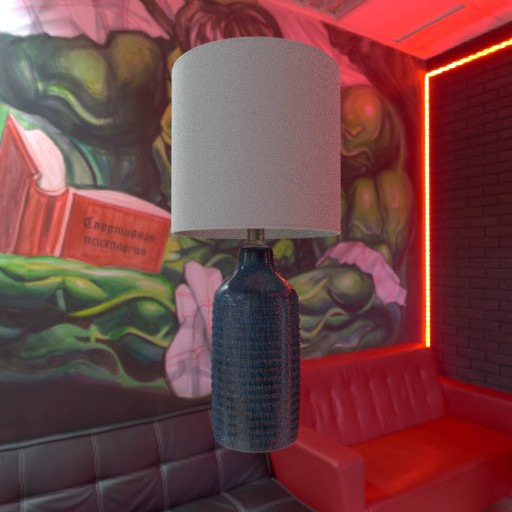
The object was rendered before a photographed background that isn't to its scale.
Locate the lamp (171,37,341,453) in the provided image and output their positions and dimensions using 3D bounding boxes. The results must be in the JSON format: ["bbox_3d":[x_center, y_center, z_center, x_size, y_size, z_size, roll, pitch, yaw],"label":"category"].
[{"bbox_3d":[0.000,0.000,0.589,0.220,0.475,0.220,0,-1,0],"label":"lamp"}]
